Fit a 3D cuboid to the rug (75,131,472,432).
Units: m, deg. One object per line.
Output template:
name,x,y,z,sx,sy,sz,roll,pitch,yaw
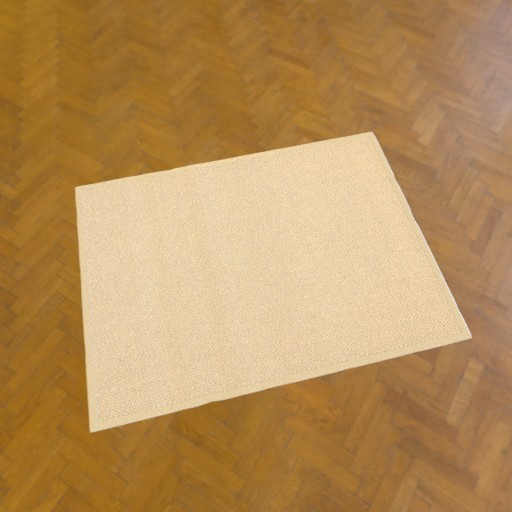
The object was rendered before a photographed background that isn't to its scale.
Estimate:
rug,0.000,0.000,4.707,3.659,0.037,2.734,-12,63,-6
